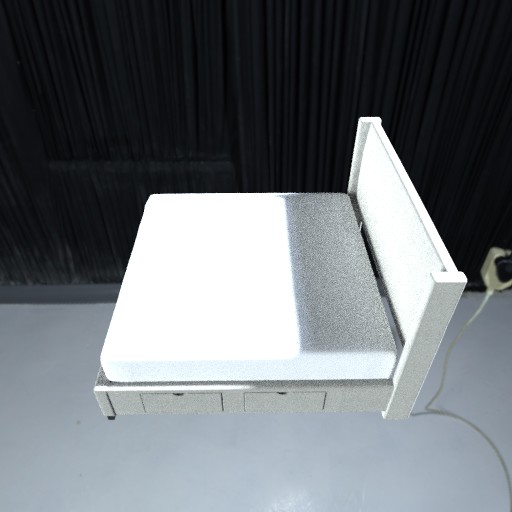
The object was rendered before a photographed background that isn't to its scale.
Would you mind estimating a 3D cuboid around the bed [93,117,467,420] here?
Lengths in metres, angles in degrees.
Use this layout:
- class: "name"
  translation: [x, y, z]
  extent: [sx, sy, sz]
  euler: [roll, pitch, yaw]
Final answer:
- class: "bed"
  translation: [0.000, 0.000, 3.675]
  extent: [2.280, 1.470, 2.140]
  euler: [-1, 41, -1]
